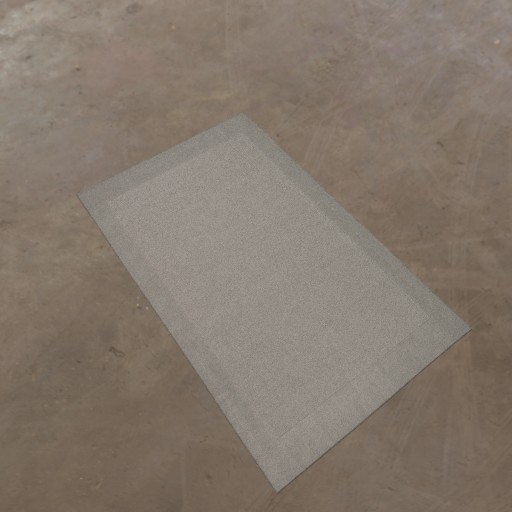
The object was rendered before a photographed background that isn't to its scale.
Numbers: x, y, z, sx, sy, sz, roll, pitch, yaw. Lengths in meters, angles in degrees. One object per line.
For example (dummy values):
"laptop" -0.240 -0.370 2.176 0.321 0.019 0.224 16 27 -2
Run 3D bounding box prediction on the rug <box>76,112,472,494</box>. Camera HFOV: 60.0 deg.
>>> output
"rug" 0.000 0.000 3.013 1.524 0.014 2.438 -32 64 -18
